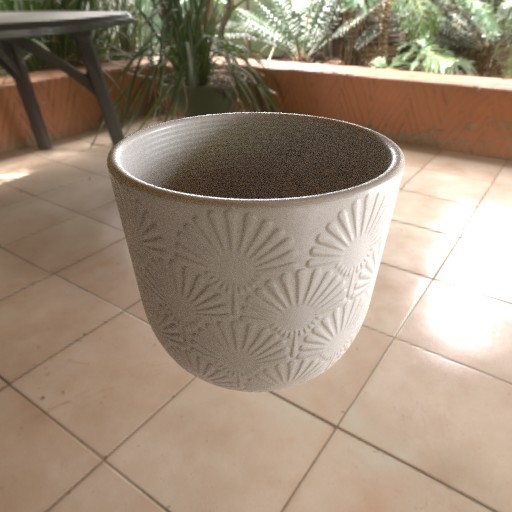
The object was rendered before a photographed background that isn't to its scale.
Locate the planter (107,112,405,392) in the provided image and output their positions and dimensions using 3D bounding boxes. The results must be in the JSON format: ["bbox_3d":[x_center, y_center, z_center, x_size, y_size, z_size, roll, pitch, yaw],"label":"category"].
[{"bbox_3d":[0.000,0.000,0.300,0.170,0.152,0.170,0,31,0],"label":"planter"}]
